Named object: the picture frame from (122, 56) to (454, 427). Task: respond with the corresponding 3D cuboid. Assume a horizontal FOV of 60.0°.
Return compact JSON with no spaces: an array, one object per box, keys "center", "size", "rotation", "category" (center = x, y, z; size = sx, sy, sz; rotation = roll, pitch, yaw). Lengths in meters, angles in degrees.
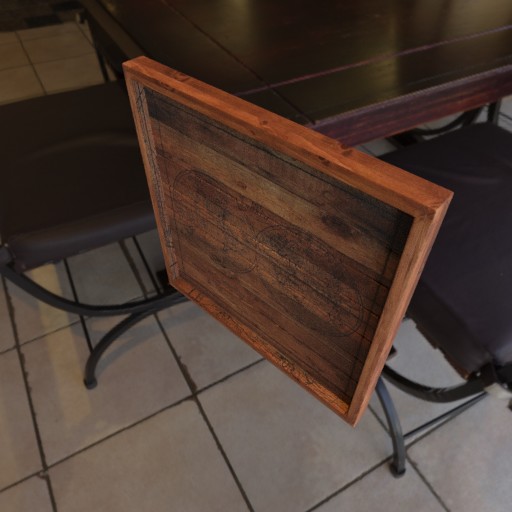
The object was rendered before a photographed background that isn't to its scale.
[{"center":[0.000,0.000,0.515],"size":[0.352,0.356,0.028],"rotation":[33,55,28],"category":"picture frame"}]
